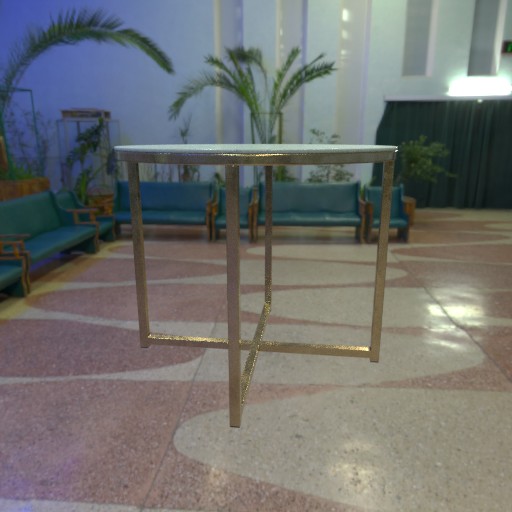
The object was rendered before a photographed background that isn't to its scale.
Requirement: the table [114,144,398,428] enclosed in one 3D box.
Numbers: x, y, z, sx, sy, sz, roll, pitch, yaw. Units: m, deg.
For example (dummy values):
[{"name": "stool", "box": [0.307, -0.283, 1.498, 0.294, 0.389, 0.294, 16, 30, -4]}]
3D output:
[{"name": "table", "box": [0.000, 0.000, 0.871, 0.500, 0.420, 0.500, 0, 15, 0]}]
